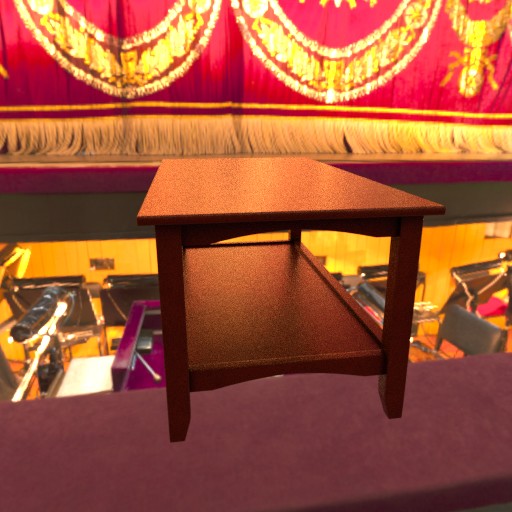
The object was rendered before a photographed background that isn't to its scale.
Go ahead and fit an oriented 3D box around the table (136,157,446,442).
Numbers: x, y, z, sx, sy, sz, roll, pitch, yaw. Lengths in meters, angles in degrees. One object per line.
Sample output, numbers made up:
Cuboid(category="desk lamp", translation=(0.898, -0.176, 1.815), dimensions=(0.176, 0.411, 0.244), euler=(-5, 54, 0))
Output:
Cuboid(category="table", translation=(0.000, 0.000, 1.253), dimensions=(0.533, 0.456, 0.943), euler=(-3, 18, -8))
